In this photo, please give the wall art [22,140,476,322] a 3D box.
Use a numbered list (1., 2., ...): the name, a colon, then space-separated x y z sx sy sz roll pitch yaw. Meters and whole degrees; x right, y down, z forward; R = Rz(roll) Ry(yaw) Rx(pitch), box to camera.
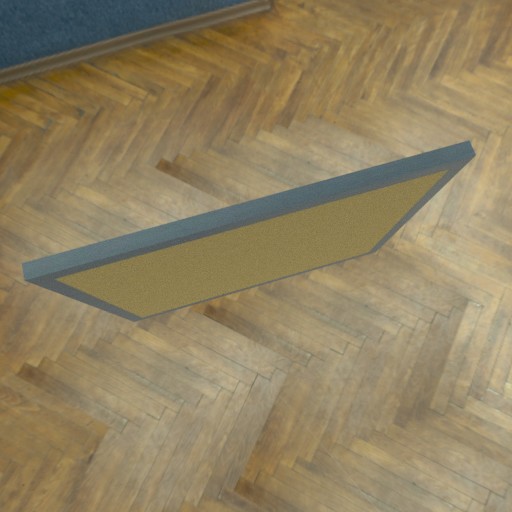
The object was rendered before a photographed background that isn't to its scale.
1. wall art: 0.000 0.000 0.895 0.660 0.558 0.026 -16 76 -4
